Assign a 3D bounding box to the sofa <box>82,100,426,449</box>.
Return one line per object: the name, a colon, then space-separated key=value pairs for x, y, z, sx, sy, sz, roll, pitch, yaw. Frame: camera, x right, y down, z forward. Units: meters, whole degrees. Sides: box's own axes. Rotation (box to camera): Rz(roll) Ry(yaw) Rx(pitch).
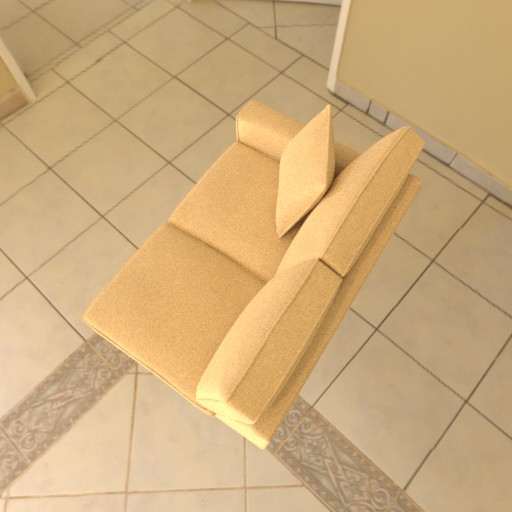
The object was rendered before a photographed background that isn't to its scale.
sofa: x=0.000 y=0.000 z=2.080 sx=0.991 sy=0.989 sz=1.388 roll=30 pitch=68 yaw=14
